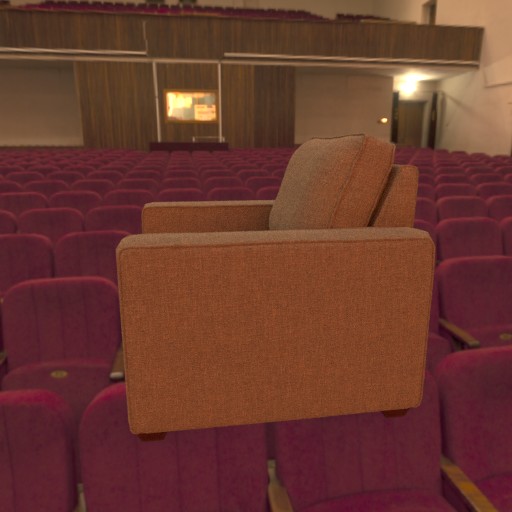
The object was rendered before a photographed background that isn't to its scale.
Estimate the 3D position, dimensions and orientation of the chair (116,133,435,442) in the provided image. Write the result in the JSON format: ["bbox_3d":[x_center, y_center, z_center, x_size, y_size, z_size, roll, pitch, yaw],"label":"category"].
[{"bbox_3d":[0.000,0.000,1.729,0.940,0.914,1.016,-2,13,-9],"label":"chair"}]
